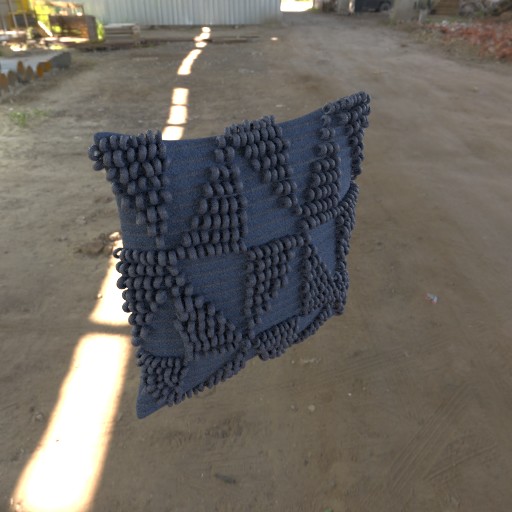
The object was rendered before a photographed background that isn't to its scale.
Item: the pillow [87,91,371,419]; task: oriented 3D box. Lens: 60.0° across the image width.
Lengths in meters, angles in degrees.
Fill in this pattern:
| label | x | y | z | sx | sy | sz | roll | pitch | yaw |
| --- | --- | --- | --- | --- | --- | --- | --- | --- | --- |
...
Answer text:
| label | x | y | z | sx | sy | sz | roll | pitch | yaw |
| --- | --- | --- | --- | --- | --- | --- | --- | --- | --- |
| pillow | 0.000 | 0.000 | 0.721 | 0.469 | 0.466 | 0.172 | -21 | 37 | -31 |
